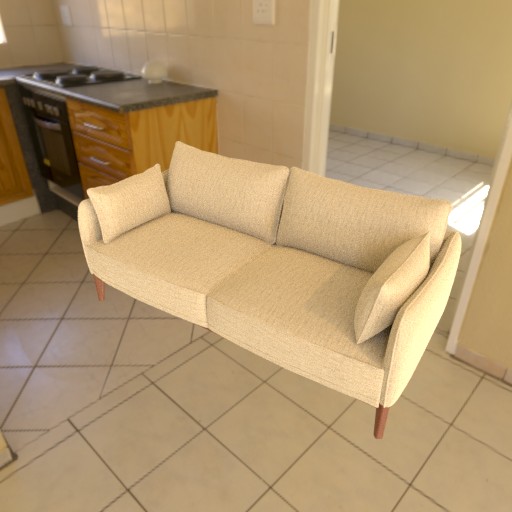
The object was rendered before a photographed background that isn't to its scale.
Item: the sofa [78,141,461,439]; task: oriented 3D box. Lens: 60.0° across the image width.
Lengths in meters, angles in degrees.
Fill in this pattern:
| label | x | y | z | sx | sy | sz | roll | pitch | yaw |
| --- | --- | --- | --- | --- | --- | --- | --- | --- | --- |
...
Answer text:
| label | x | y | z | sx | sy | sz | roll | pitch | yaw |
| --- | --- | --- | --- | --- | --- | --- | --- | --- | --- |
| sofa | 0.000 | 0.000 | 2.512 | 1.989 | 0.860 | 0.991 | 19 | 35 | 29 |
